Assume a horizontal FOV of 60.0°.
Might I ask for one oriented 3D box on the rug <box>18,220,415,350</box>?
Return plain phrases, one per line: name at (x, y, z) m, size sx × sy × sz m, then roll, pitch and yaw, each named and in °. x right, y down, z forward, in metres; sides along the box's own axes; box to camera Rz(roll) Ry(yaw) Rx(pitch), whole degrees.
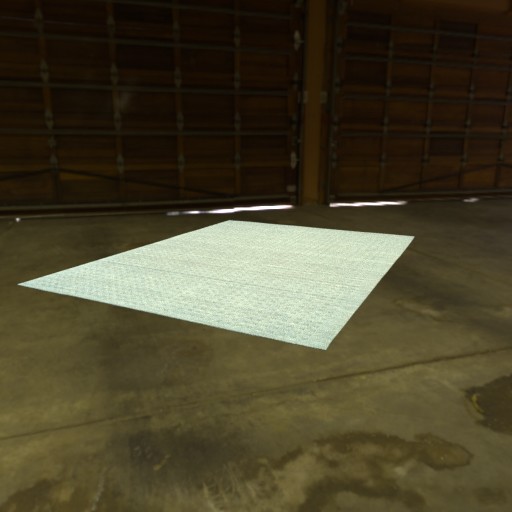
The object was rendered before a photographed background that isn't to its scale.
rug at (0.000, 0.000, 4.208) m, size 2.443 × 0.007 × 3.200 m, roll 7°, pitch 16°, yaw 26°
